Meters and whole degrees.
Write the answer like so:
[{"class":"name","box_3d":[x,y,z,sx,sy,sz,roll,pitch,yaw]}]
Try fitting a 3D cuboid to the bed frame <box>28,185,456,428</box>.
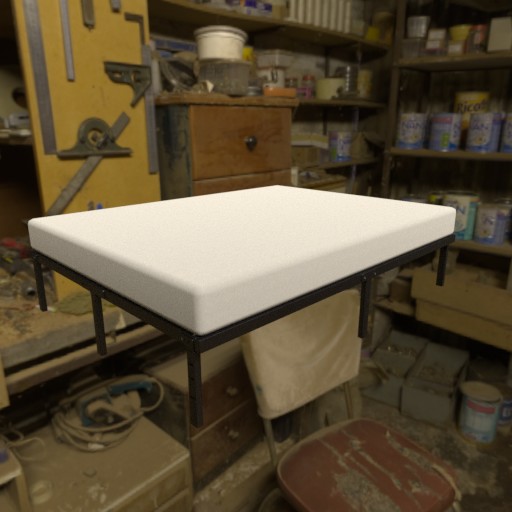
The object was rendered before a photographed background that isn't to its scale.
[{"class":"bed frame","box_3d":[0.000,0.000,3.425,2.635,0.680,1.990,-16,23,-43]}]
